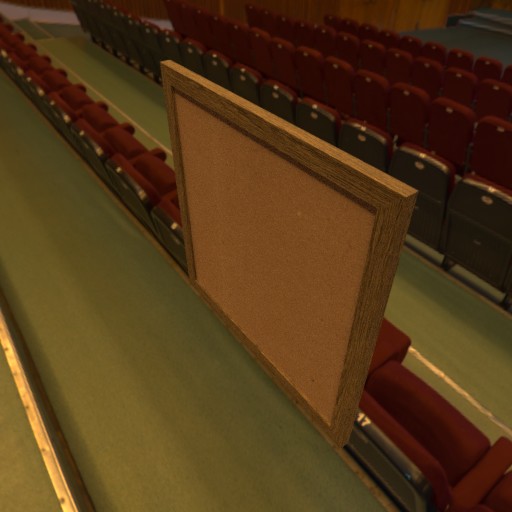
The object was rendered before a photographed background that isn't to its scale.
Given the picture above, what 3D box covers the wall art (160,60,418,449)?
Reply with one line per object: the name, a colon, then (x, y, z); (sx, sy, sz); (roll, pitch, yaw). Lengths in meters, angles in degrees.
wall art: (0.000, 0.000, 0.750); (0.019, 0.508, 0.508); (-26, 47, -27)
